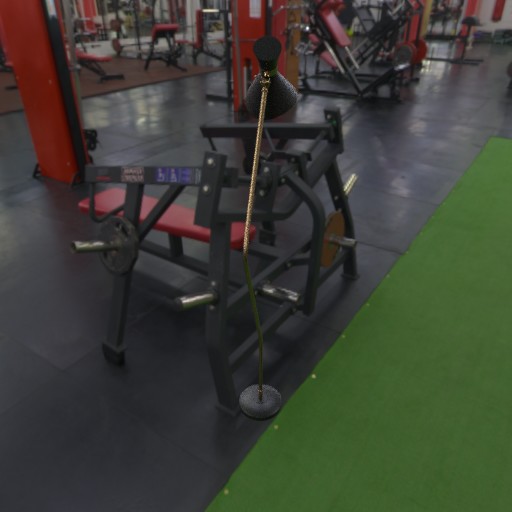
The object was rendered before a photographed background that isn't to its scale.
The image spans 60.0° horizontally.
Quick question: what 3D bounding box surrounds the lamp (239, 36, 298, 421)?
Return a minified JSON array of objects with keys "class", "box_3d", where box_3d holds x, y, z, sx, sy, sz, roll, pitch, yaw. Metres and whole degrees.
[{"class":"lamp","box_3d":[0.000,0.000,1.618,0.277,1.438,0.467,20,36,31]}]
